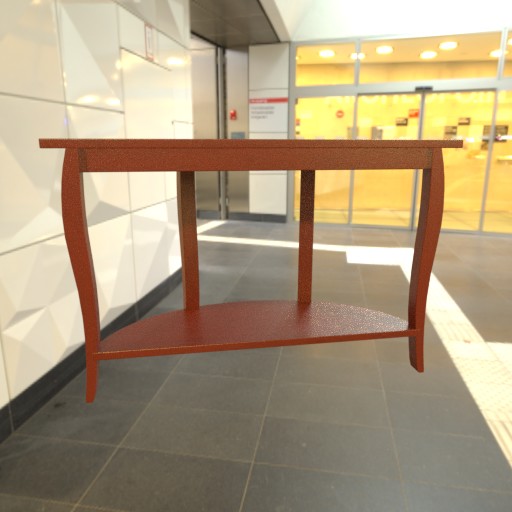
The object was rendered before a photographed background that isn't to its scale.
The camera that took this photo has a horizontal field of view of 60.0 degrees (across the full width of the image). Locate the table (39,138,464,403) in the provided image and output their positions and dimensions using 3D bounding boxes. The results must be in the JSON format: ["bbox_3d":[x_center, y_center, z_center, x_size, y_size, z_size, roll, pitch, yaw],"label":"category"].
[{"bbox_3d":[0.000,0.000,1.541,1.219,0.779,0.405,-2,14,-10],"label":"table"}]
